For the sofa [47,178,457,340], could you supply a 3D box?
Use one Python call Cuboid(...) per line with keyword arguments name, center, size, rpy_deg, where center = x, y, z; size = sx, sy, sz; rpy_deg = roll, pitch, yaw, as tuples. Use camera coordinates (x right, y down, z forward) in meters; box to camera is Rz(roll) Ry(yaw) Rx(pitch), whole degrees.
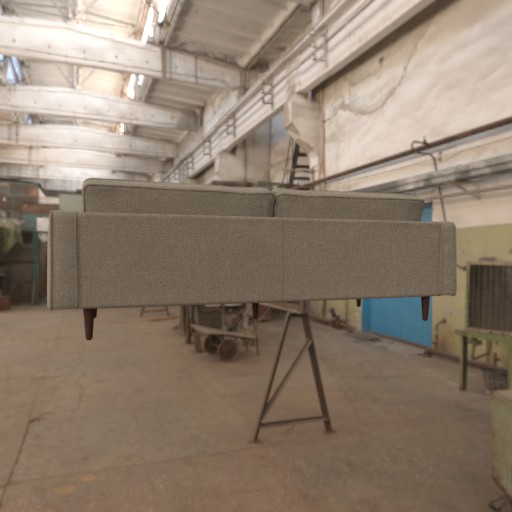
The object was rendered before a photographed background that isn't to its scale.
Cuboid(name="sofa", center=(0.000, 0.000, 2.670), size=(2.211, 0.762, 0.914), rpy_deg=(0, 0, -18))
